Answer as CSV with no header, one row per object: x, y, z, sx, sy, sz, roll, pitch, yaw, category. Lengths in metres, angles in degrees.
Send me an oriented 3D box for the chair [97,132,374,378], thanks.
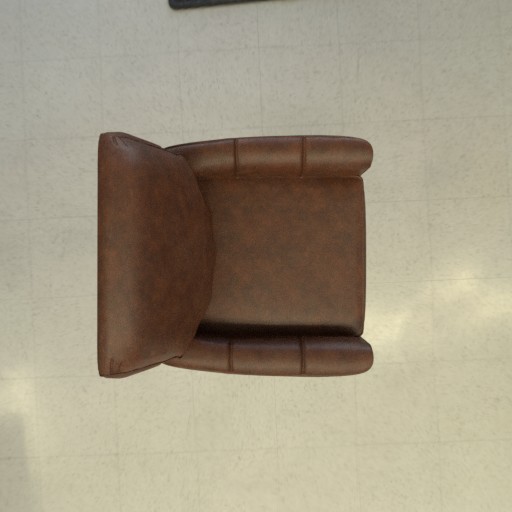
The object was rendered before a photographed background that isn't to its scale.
0.000,0.000,1.628,0.850,1.010,0.839,0,90,1,chair
